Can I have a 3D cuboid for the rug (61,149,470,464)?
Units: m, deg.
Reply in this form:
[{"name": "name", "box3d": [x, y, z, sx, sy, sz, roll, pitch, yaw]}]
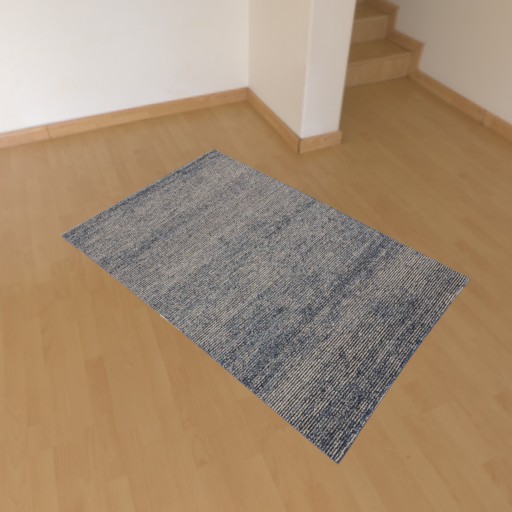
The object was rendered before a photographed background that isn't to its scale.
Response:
[{"name": "rug", "box3d": [0.000, 0.000, 2.270, 1.793, 0.025, 1.159, 32, 53, 28]}]
